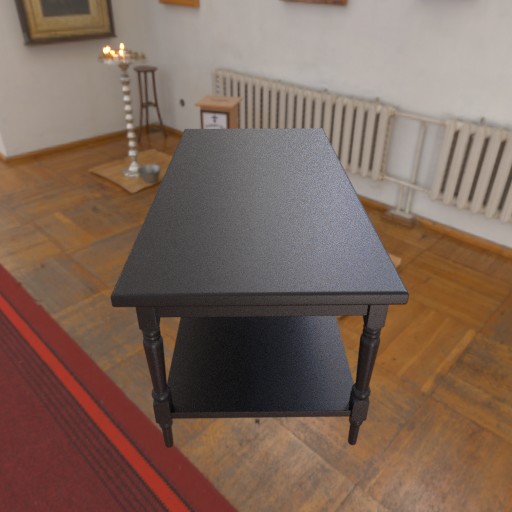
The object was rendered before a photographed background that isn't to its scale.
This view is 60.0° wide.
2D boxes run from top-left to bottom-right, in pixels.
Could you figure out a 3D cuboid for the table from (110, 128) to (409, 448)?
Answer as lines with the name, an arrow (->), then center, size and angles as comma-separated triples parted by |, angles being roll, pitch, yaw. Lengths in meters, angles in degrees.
table -> 0.000, 0.000, 1.416 | 0.550, 0.510, 1.107 | 0, 31, -1
